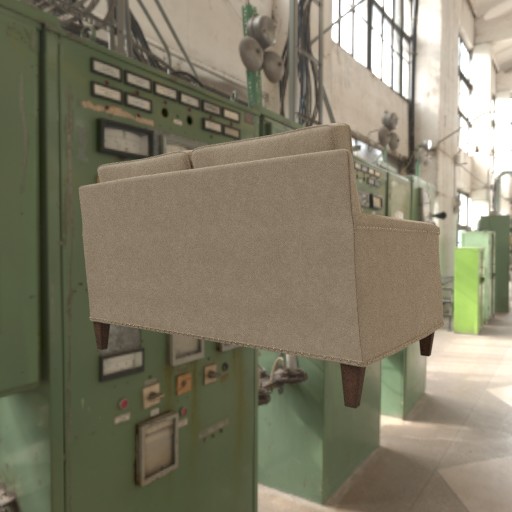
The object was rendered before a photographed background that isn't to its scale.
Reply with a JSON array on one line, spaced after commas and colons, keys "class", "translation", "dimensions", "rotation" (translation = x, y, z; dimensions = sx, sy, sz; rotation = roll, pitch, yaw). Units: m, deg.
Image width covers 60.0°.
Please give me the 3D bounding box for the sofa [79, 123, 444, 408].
[{"class": "sofa", "translation": [0.000, 0.000, 2.271], "dimensions": [1.597, 1.002, 1.084], "rotation": [1, 2, 36]}]
